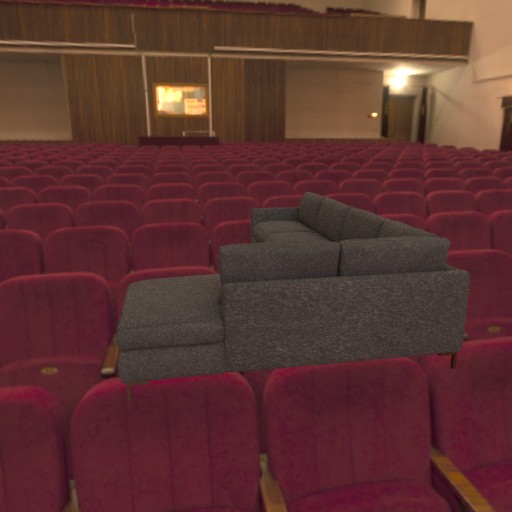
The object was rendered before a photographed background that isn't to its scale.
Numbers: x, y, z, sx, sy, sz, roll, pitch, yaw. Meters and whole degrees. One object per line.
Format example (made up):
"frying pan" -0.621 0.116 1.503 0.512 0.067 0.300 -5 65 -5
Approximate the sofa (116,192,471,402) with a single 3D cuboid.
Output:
"sofa" 0.000 0.000 3.801 2.007 0.815 2.949 -3 14 -10
